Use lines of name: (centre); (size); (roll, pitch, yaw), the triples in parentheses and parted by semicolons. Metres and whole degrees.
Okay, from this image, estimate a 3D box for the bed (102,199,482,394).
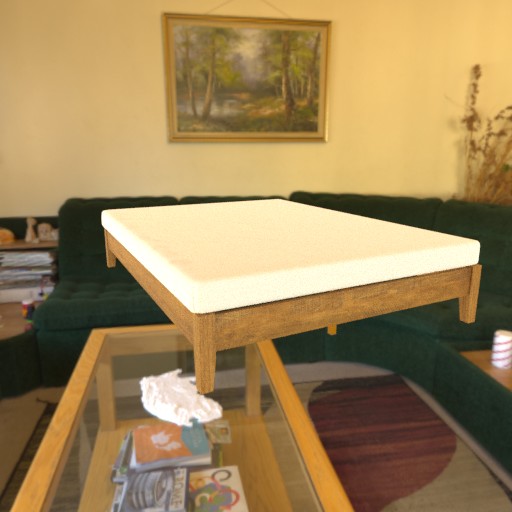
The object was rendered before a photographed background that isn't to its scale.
bed: (0.000, 0.000, 2.783); (1.536, 0.431, 2.016); (-7, 16, -26)
